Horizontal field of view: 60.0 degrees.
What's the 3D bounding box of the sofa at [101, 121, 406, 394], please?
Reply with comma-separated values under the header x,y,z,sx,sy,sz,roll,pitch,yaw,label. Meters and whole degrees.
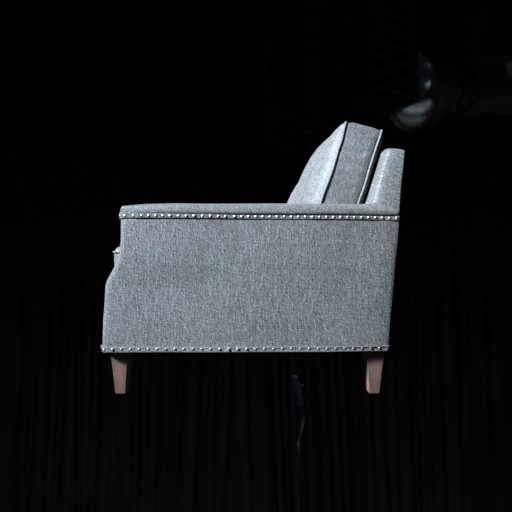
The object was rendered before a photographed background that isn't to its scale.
x,y,z,sx,sy,sz,roll,pitch,yaw,label
0.000,0.000,2.302,1.084,1.003,1.597,0,-2,0,sofa
